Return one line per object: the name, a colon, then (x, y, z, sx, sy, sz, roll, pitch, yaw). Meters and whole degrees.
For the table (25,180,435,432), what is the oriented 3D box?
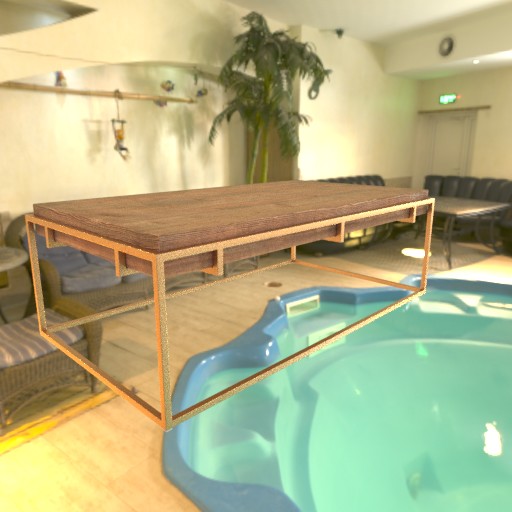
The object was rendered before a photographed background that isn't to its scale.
table: (0.000, 0.000, 1.724, 0.775, 0.468, 1.387, 14, 20, 43)
